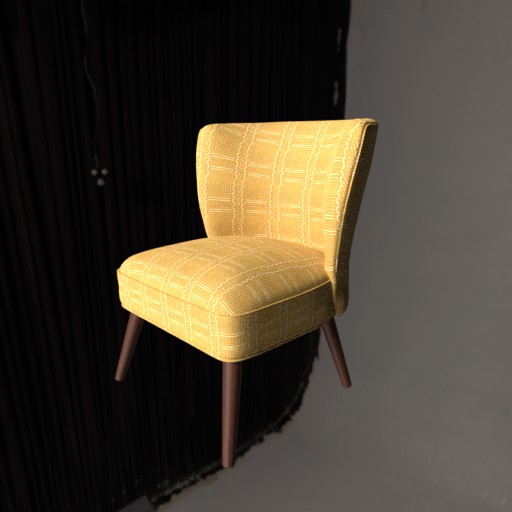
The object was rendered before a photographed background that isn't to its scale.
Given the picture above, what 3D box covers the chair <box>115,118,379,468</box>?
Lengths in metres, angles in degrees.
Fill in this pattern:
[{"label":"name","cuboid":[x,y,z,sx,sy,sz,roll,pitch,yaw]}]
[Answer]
[{"label":"chair","cuboid":[0.000,0.000,1.451,0.758,0.866,0.706,-14,20,-42]}]
